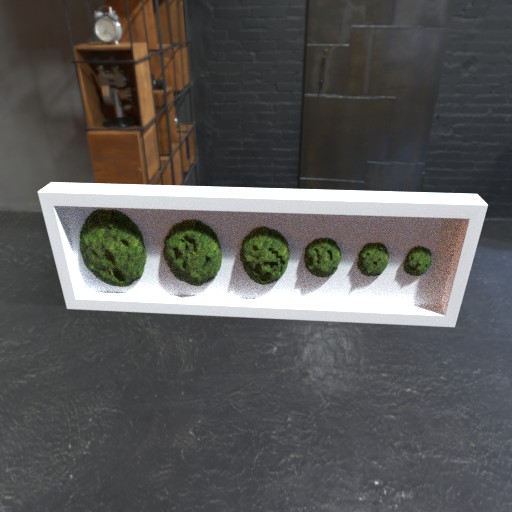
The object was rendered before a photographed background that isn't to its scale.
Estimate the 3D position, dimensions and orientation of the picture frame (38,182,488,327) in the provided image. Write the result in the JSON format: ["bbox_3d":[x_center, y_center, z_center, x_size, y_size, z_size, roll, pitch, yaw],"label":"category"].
[{"bbox_3d":[0.000,0.000,0.827,0.759,0.250,0.050,2,29,4],"label":"picture frame"}]
